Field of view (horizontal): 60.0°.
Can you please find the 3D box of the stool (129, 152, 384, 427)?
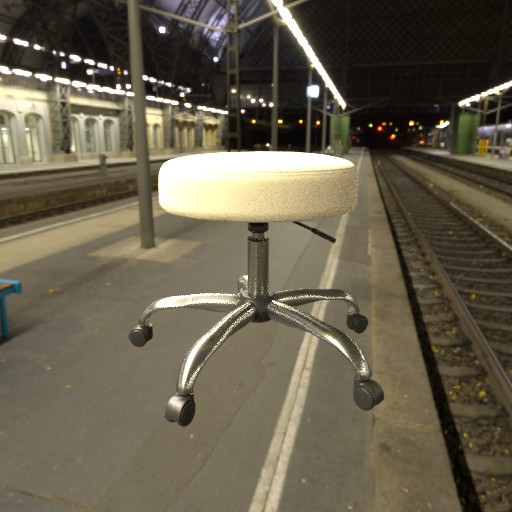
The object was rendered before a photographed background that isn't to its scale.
[{"bbox_3d":[0.000,0.000,1.050,0.634,0.482,0.614,-2,15,-7],"label":"stool"}]
